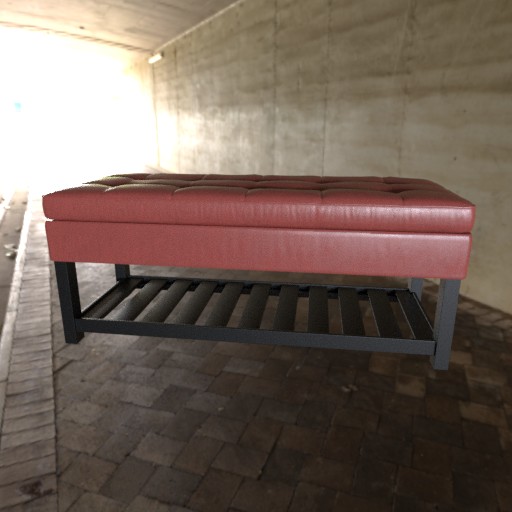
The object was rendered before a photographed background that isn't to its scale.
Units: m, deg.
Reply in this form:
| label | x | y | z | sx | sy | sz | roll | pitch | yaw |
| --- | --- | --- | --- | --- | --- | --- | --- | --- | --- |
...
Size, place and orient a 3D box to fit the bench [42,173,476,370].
| label | x | y | z | sx | sy | sz | roll | pitch | yaw |
| --- | --- | --- | --- | --- | --- | --- | --- | --- | --- |
| bench | 0.000 | 0.000 | 1.357 | 1.105 | 0.460 | 0.432 | 2 | 17 | 7 |
